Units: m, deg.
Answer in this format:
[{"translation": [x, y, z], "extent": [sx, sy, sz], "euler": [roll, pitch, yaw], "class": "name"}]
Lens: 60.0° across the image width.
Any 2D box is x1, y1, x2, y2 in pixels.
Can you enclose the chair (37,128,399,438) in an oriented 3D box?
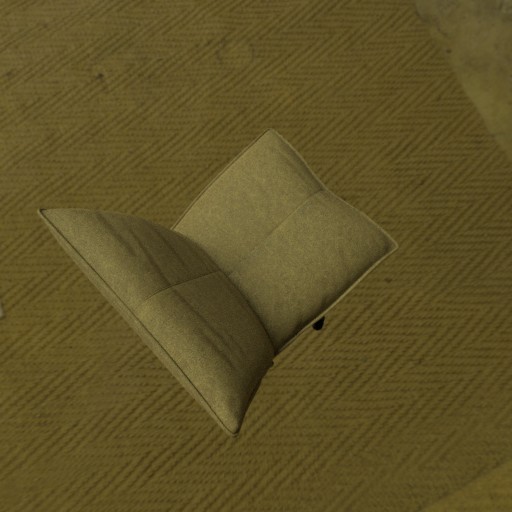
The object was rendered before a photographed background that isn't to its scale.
[{"translation": [0.000, 0.000, 1.286], "extent": [0.696, 0.811, 0.597], "euler": [-42, 79, -10], "class": "chair"}]
